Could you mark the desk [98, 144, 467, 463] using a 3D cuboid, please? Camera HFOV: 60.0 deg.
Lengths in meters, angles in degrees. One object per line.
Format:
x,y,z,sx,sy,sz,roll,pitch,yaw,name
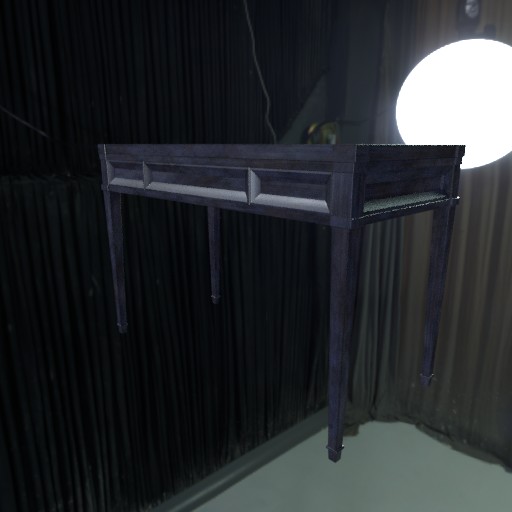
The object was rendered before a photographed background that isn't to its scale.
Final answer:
0.000,0.000,1.760,0.630,0.861,1.289,-13,19,-43,desk
